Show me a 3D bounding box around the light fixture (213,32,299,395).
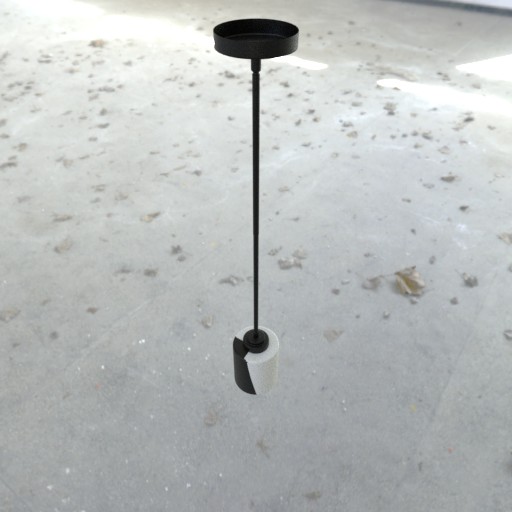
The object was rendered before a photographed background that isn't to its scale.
[{"bbox_3d":[0.000,0.000,0.919,0.123,0.863,0.123,26,47,27],"label":"light fixture"}]
